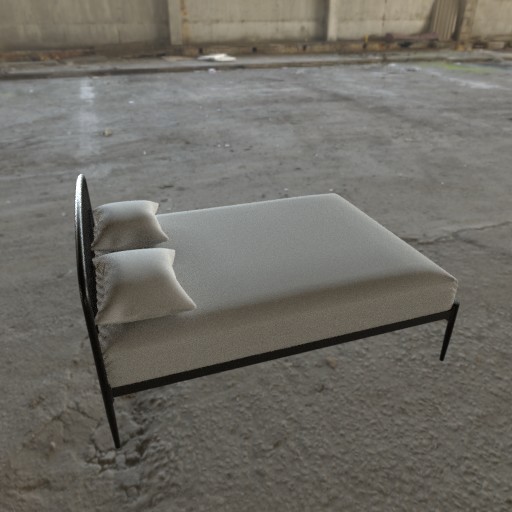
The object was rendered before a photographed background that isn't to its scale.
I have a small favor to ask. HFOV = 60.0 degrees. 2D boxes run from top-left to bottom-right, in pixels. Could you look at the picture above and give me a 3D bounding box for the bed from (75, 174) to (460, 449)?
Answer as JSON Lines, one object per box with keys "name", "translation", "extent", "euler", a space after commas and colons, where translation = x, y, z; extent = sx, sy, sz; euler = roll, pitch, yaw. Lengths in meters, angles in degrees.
{"name": "bed", "translation": [0.000, 0.000, 3.074], "extent": [2.159, 1.166, 1.618], "euler": [-9, 30, -16]}
